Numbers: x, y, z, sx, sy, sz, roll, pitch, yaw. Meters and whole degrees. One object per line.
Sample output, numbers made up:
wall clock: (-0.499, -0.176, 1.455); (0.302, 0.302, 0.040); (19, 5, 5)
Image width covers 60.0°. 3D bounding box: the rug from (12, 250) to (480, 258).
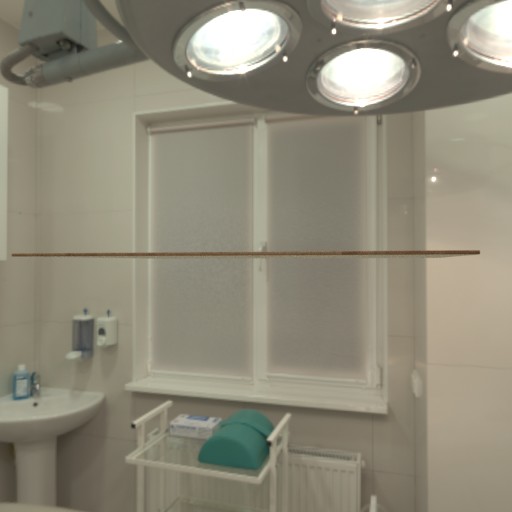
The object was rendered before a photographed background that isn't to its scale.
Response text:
rug: (0.000, 0.000, 2.220); (1.829, 0.014, 1.219); (0, -1, 17)
